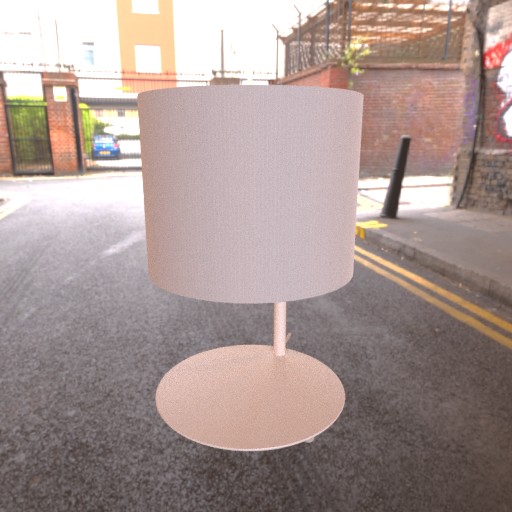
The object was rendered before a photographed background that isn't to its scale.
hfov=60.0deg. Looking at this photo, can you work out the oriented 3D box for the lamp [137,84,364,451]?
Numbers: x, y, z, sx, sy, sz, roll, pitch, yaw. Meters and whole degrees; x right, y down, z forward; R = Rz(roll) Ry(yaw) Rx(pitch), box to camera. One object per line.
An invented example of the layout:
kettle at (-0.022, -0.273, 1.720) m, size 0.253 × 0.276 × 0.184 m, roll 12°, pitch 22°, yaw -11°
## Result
lamp at (0.000, 0.000, 0.676) m, size 0.299 × 0.454 × 0.341 m, roll 7°, pitch 16°, yaw 24°
